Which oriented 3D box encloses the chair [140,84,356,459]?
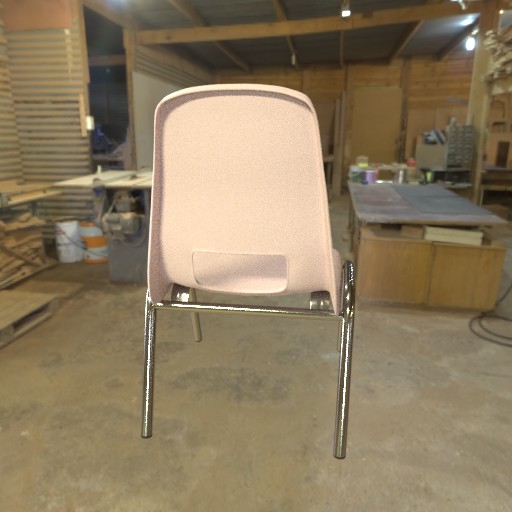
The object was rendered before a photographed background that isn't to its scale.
[{"bbox_3d":[0.000,0.000,0.787,0.354,0.537,0.385,2,16,8],"label":"chair"}]
